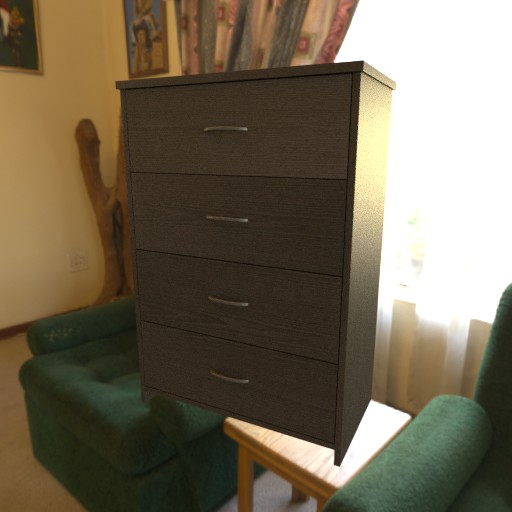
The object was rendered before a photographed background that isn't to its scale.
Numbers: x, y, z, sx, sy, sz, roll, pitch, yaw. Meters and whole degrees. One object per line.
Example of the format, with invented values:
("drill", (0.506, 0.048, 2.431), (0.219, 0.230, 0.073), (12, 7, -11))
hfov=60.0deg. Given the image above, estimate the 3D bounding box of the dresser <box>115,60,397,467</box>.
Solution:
("dresser", (0.000, 0.000, 1.380), (0.704, 1.020, 0.399), (7, 16, 26))
